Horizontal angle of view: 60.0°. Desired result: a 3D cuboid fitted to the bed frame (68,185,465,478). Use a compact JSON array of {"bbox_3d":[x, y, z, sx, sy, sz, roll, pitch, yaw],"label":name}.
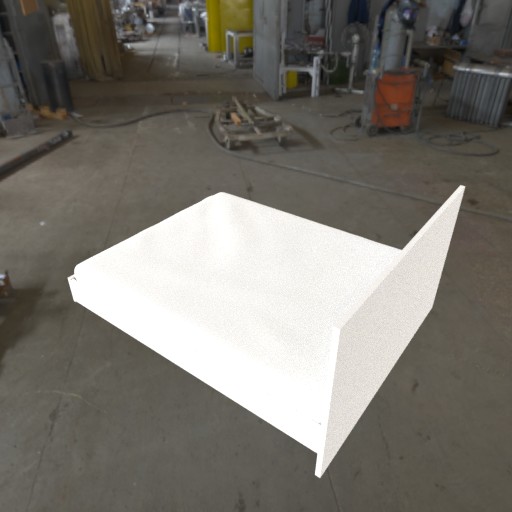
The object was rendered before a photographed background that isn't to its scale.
[{"bbox_3d":[0.000,0.000,3.090,2.100,1.001,1.711,22,39,30],"label":"bed frame"}]
